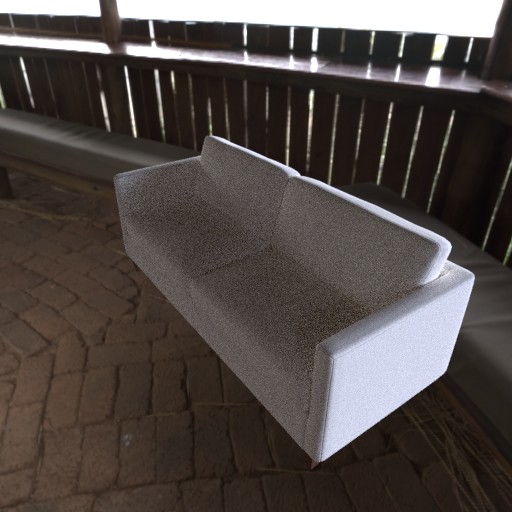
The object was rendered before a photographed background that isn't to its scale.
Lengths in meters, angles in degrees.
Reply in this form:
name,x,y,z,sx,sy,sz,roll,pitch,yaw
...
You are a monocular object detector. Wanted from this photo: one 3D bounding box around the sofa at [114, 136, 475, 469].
name,x,y,z,sx,sy,sz,roll,pitch,yaw
sofa,0.000,0.000,2.612,0.924,0.933,2.139,-20,37,-30
